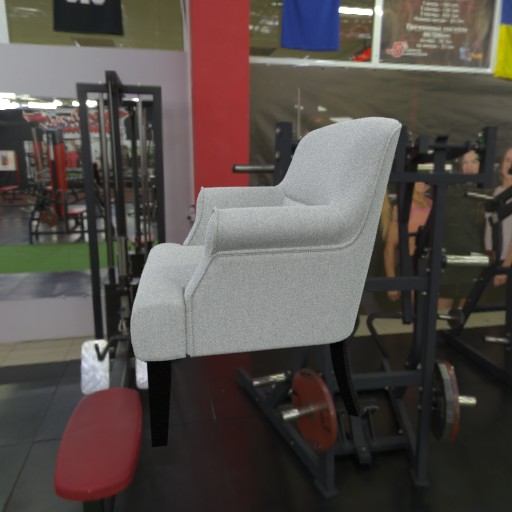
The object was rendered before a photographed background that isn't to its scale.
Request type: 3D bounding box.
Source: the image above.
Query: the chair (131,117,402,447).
[{"bbox_3d":[0.000,0.000,1.473,0.750,0.875,0.781,-2,13,-9],"label":"chair"}]
